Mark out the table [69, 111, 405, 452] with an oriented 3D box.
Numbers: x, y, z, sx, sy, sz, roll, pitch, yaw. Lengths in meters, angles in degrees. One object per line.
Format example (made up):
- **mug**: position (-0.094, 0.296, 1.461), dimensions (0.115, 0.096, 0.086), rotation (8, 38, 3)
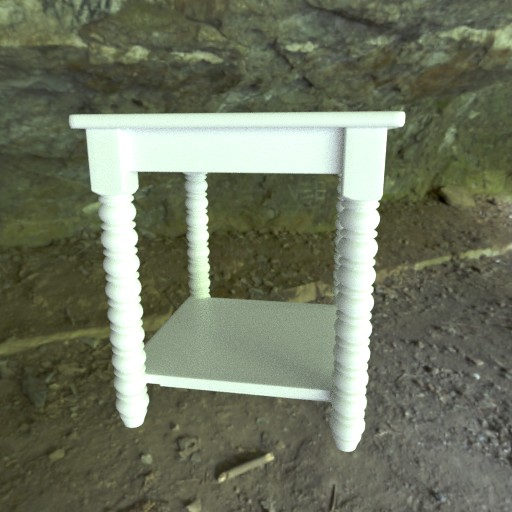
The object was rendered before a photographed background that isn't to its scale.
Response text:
- **table**: position (0.000, 0.000, 0.961), dimensions (0.500, 0.563, 0.533), rotation (2, 15, 9)
